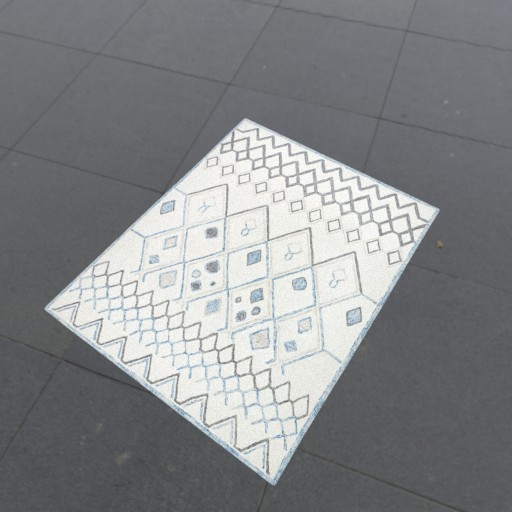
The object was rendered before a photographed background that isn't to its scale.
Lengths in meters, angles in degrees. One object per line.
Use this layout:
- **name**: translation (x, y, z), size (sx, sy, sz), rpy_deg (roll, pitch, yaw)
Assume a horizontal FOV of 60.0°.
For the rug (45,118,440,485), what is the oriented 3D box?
- **rug**: translation (0.000, 0.000, 4.208), size (2.441, 0.013, 3.056), rpy_deg (30, 62, 18)
